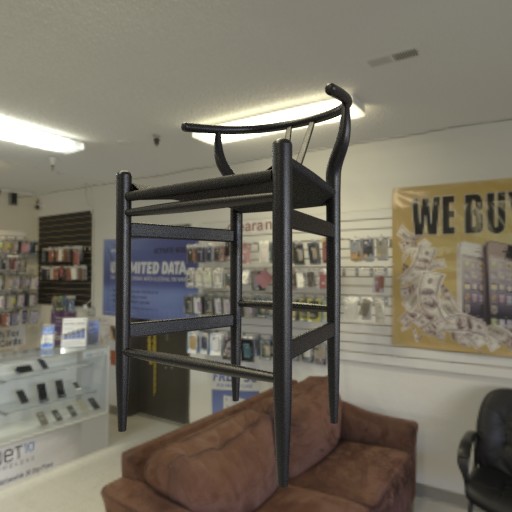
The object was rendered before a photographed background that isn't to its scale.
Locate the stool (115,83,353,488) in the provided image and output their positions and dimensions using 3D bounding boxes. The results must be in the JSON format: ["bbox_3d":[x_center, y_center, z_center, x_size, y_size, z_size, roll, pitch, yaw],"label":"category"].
[{"bbox_3d":[0.000,0.000,1.302,0.569,0.970,0.579,-1,-2,36],"label":"stool"}]
